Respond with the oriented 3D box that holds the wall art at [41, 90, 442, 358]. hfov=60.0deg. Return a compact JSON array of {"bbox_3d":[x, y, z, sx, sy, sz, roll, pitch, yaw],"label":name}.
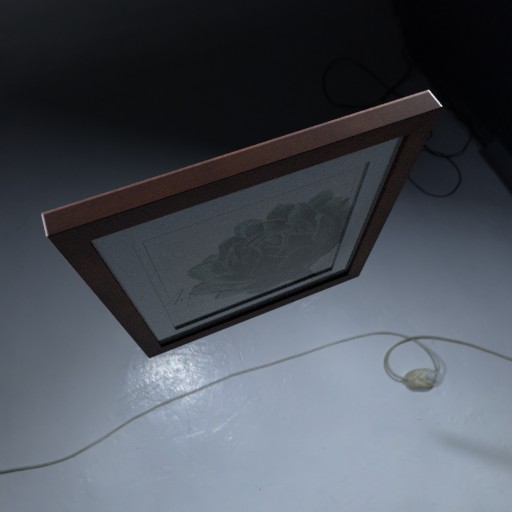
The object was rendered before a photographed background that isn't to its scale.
[{"bbox_3d":[0.000,0.000,0.837,0.554,0.572,0.037,-20,64,-10],"label":"wall art"}]
